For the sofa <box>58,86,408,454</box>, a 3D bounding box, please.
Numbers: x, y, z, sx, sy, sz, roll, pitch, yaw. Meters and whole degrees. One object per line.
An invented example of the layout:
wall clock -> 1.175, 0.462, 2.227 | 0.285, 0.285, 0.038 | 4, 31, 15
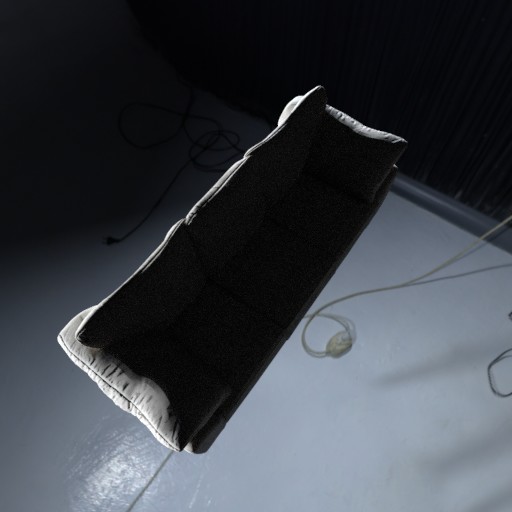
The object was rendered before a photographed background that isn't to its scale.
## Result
sofa -> 0.000, 0.000, 2.780 | 0.878, 0.996, 2.334 | 31, 63, 18
